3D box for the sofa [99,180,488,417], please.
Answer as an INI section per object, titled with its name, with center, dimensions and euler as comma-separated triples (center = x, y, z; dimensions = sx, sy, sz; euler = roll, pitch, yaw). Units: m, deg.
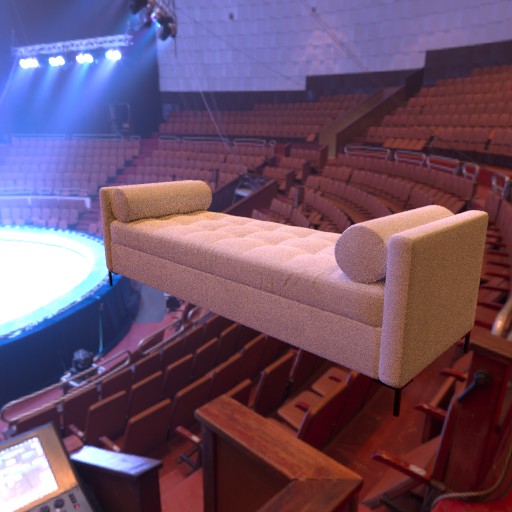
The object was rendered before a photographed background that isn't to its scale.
[sofa]
center = 0.000, 0.000, 2.300
dimensions = 1.981, 0.635, 0.686
euler = 14, 20, 42
